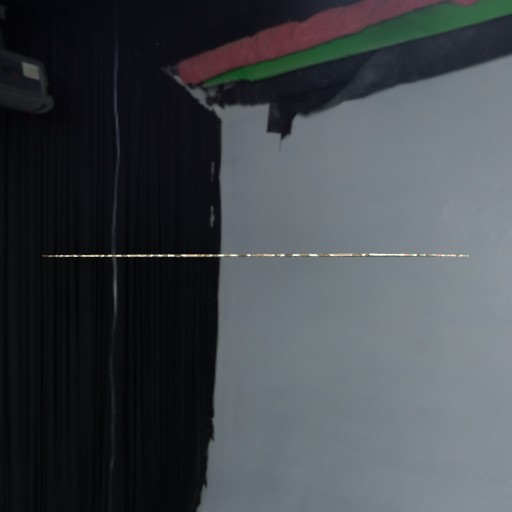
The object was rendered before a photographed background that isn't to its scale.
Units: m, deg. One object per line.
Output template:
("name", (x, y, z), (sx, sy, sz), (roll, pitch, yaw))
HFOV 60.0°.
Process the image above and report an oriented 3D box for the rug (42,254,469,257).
("rug", (0.000, 0.000, 2.257), (1.829, 0.008, 1.219), (0, 0, 34))
